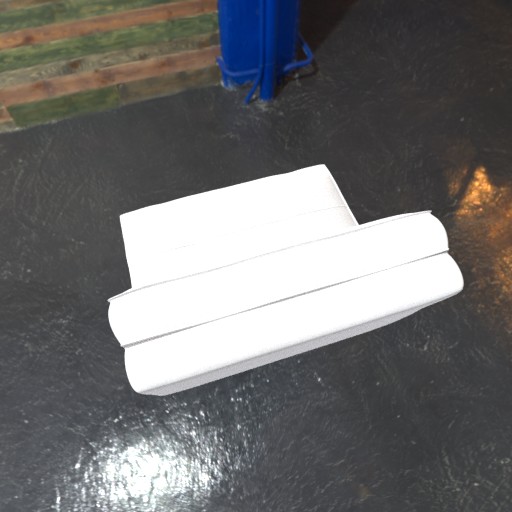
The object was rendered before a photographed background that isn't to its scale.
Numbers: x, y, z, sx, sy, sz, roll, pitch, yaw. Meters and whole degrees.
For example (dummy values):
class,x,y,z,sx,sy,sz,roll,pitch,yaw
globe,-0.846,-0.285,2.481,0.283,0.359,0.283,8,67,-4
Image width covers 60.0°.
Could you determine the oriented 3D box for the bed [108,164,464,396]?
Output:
class,x,y,z,sx,sy,sz,roll,pitch,yaw
bed,0.000,0.000,1.339,0.799,0.614,0.749,-15,60,-9
